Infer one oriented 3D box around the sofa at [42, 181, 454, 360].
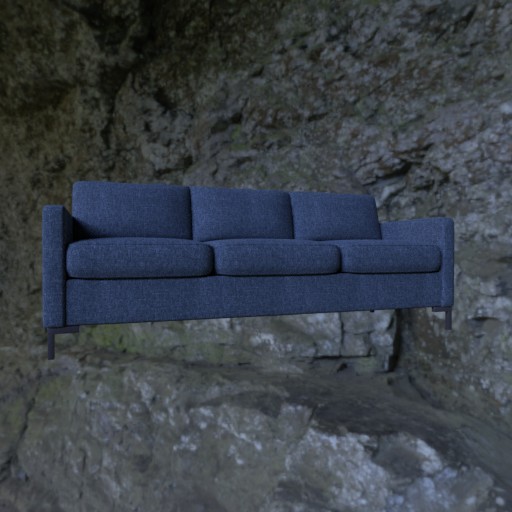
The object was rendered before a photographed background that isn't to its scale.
[{"bbox_3d":[0.000,0.000,2.631,2.218,0.874,0.859,0,1,-20],"label":"sofa"}]
